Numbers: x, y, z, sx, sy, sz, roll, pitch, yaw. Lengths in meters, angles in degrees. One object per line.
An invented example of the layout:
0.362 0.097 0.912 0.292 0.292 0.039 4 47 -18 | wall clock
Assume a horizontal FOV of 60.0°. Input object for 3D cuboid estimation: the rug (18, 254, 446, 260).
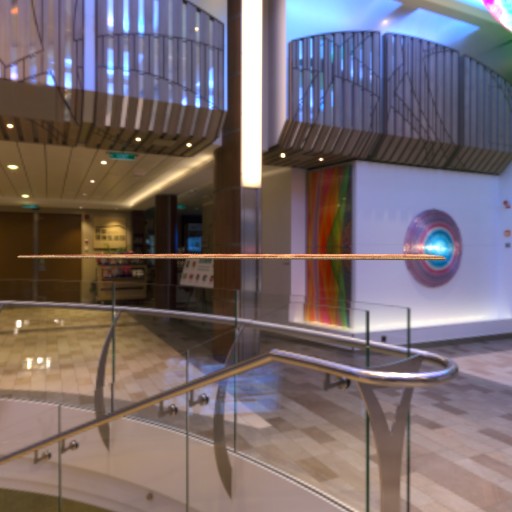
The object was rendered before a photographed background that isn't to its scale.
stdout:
0.000 0.000 4.088 3.049 0.021 2.466 0 0 19 | rug
